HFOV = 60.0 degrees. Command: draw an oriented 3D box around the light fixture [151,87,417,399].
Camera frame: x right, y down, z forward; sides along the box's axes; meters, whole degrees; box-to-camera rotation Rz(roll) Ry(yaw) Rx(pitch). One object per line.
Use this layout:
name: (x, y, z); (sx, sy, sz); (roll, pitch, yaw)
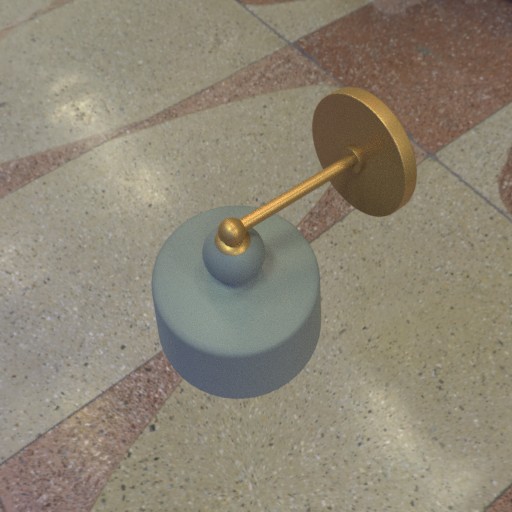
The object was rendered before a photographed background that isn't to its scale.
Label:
light fixture: (0.000, 0.000, 0.448); (0.254, 0.268, 0.204); (-32, 66, -16)
